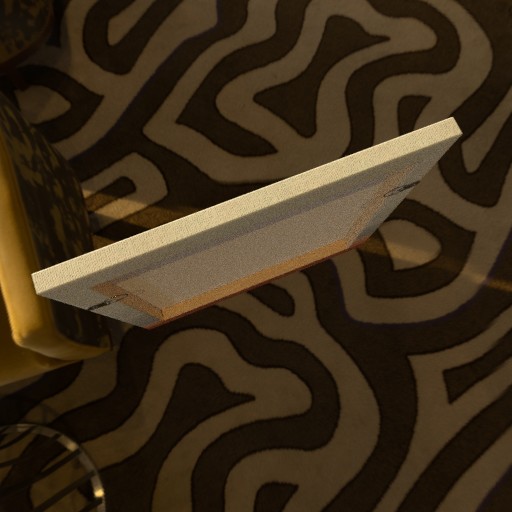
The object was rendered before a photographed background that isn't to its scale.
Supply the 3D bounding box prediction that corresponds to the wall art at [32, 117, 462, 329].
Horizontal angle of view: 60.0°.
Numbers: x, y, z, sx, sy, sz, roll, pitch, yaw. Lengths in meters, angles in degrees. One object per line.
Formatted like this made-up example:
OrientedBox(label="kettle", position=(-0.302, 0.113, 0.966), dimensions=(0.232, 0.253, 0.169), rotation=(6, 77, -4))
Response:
OrientedBox(label="wall art", position=(0.000, 0.000, 0.883), dimensions=(0.605, 0.605, 0.034), rotation=(-21, 77, -5))
